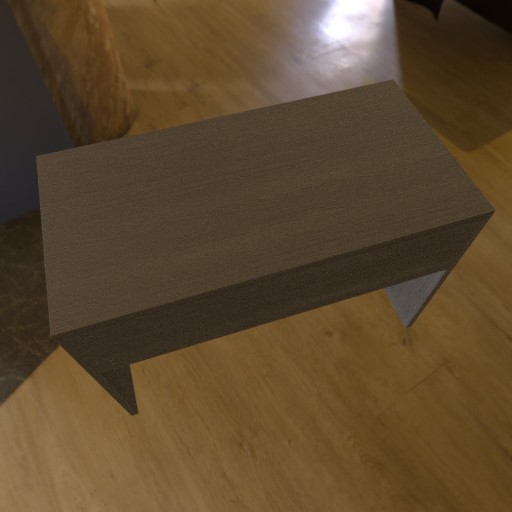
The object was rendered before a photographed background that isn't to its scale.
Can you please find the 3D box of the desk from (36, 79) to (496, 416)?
[{"bbox_3d":[0.000,0.000,1.484,1.099,0.729,0.557,-15,59,-10],"label":"desk"}]
